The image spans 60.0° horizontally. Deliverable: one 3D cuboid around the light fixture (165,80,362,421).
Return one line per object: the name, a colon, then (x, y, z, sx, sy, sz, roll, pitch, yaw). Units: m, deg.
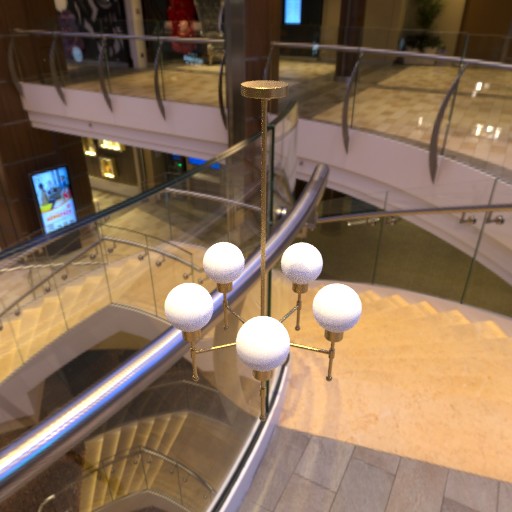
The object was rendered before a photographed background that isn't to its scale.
light fixture: (0.000, 0.000, 1.824, 0.785, 1.331, 0.815, -9, 31, -15)
